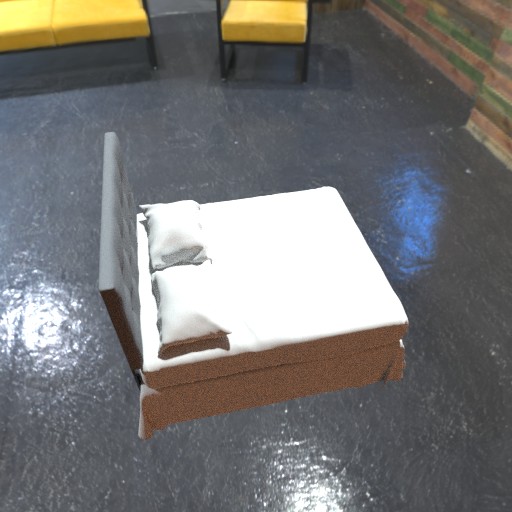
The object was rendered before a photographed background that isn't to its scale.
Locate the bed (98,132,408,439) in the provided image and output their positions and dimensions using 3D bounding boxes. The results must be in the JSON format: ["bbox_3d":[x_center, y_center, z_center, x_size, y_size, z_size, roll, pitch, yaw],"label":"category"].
[{"bbox_3d":[0.000,0.000,3.588,2.222,1.577,1.936,-9,47,-8],"label":"bed"}]
